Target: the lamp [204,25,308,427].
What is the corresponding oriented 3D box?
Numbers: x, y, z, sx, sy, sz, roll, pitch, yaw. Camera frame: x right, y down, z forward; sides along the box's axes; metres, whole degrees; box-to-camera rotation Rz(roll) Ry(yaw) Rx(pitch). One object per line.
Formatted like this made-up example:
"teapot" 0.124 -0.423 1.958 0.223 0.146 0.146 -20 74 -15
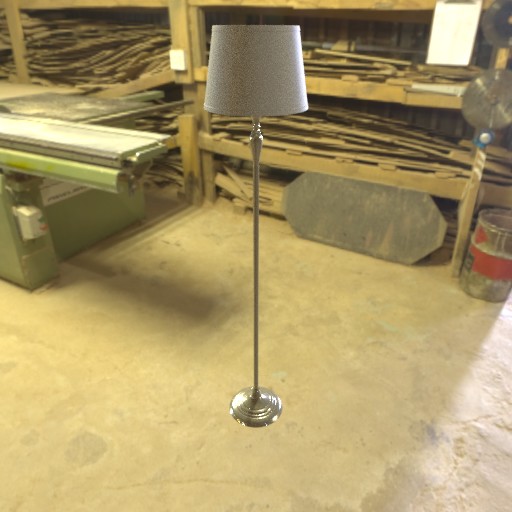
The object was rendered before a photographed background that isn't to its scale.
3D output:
"lamp" 0.000 0.000 1.633 0.327 1.506 0.327 17 32 30
